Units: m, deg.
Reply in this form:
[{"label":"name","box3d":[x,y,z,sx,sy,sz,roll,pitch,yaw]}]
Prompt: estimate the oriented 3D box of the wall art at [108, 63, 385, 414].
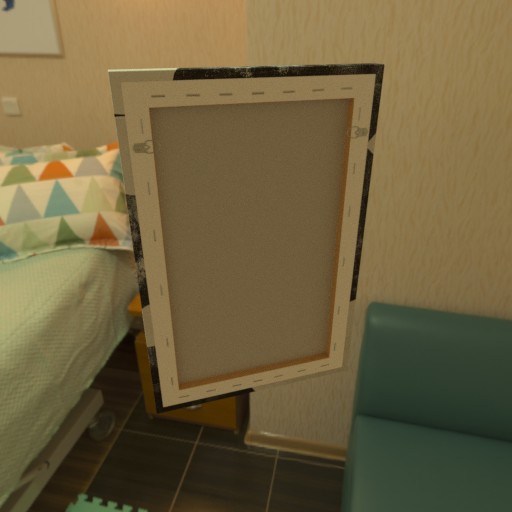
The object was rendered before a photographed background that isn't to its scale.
[{"label":"wall art","box3d":[0.000,0.000,1.162,0.610,0.915,0.041,-8,28,-15]}]
